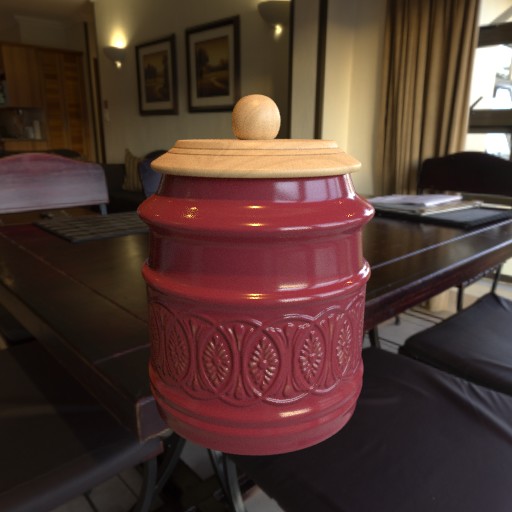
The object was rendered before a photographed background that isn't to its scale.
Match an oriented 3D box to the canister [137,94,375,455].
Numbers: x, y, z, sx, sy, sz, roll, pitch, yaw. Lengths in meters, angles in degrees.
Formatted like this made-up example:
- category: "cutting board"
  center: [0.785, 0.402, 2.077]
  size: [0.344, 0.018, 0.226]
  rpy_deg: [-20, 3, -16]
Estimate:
- category: "canister"
  center: [0.000, 0.000, 0.257]
  size: [0.130, 0.176, 0.130]
  rpy_deg: [0, 15, 0]
